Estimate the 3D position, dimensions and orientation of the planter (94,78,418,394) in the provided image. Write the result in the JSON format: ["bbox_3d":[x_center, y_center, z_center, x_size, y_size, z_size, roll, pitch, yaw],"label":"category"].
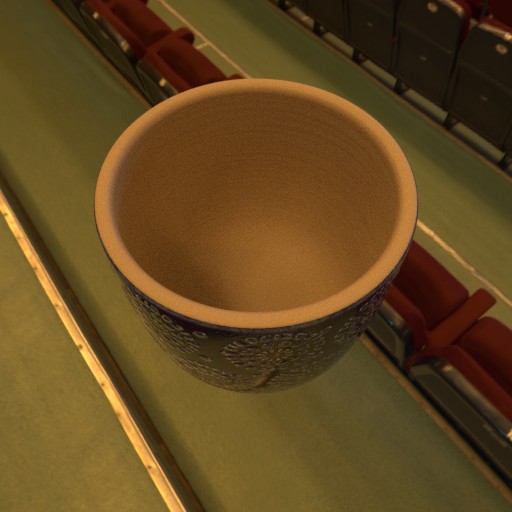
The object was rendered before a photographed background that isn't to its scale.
[{"bbox_3d":[0.000,0.000,0.288,0.165,0.149,0.165,0,58,0],"label":"planter"}]
